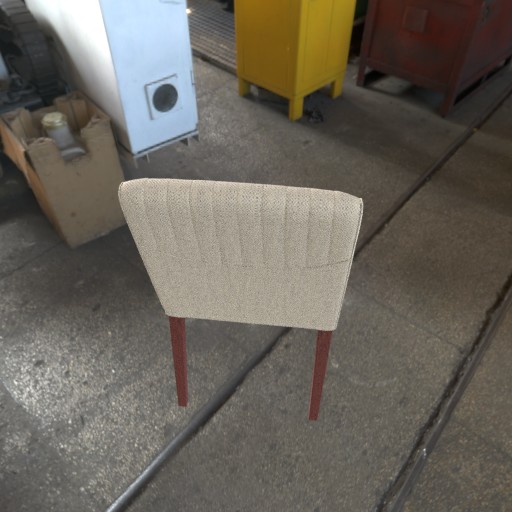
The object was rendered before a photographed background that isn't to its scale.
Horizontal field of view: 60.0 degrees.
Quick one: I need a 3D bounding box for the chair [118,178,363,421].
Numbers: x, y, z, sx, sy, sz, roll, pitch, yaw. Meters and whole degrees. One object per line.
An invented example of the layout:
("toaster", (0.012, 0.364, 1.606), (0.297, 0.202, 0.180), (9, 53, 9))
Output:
("chair", (0.000, 0.000, 1.252), (0.480, 0.900, 0.594), (5, 46, 4))
